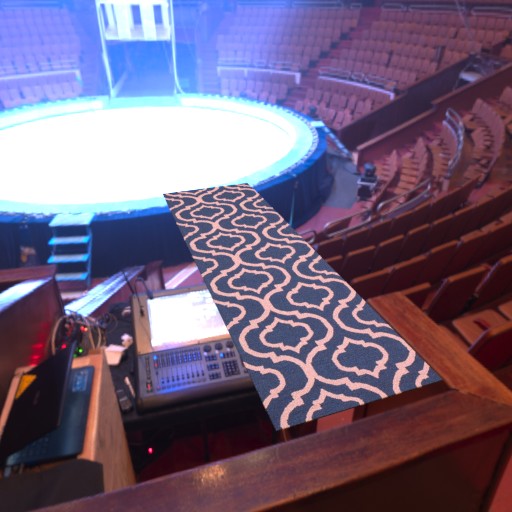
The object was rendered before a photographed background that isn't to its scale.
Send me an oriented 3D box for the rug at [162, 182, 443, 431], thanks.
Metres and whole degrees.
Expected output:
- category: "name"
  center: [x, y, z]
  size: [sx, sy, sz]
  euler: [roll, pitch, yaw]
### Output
- category: "rug"
  center: [0.000, 0.000, 2.531]
  size: [0.685, 0.006, 2.296]
  euler: [-10, 31, -17]
